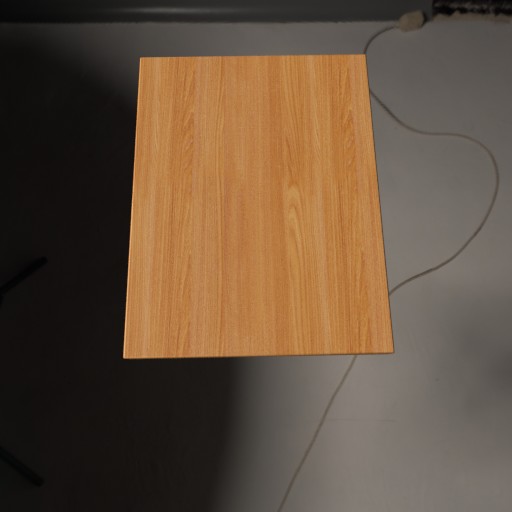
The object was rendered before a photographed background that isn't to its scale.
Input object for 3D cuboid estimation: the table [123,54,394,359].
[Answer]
[{"bbox_3d":[0.000,0.000,0.750,0.270,0.550,0.350,-1,75,0],"label":"table"}]
